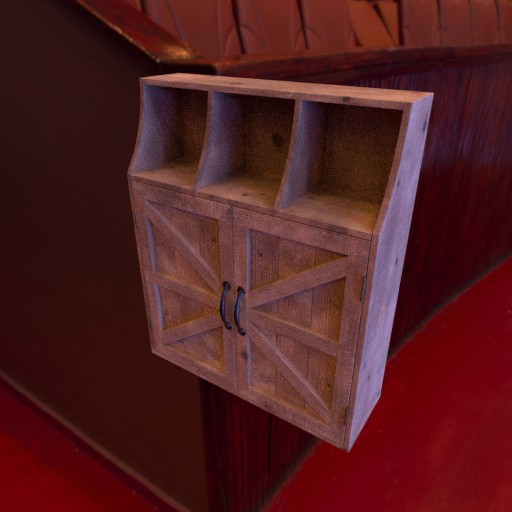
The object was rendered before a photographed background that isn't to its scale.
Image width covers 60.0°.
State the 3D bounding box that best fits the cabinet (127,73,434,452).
[{"bbox_3d":[0.000,0.000,0.824,0.489,0.590,0.184,17,33,29],"label":"cabinet"}]
